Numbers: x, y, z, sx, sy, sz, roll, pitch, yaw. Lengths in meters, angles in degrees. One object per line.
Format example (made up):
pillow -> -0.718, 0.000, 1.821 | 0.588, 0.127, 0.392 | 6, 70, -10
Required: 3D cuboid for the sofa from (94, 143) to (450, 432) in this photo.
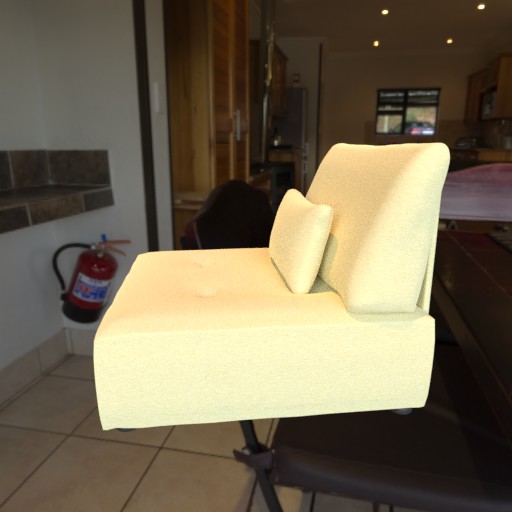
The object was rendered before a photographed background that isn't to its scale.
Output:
sofa -> 0.000, 0.000, 1.661 | 1.000, 0.820, 0.930 | -2, 14, -7
